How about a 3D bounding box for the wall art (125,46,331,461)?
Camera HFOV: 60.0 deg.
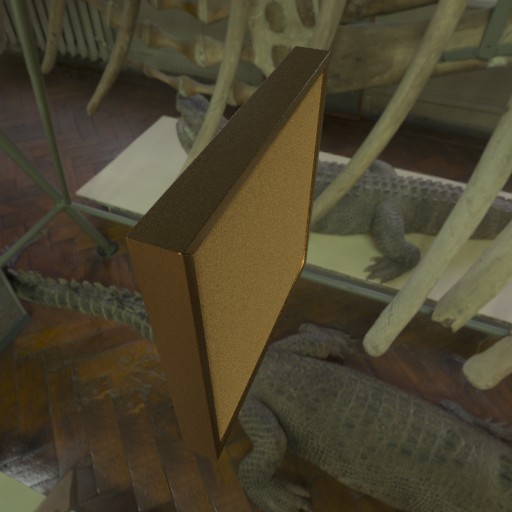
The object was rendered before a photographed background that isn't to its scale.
[{"bbox_3d":[0.000,0.000,0.452,0.037,0.305,0.305,16,48,15],"label":"wall art"}]
